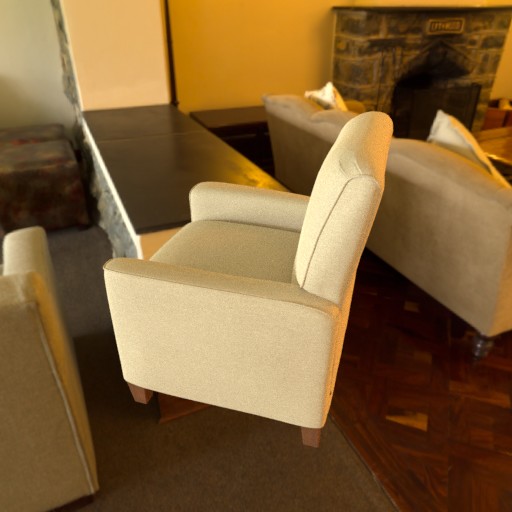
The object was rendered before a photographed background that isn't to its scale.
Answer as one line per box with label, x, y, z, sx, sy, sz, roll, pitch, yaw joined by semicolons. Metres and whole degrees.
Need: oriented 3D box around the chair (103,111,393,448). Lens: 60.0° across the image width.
chair;0.000;0.000;1.687;0.858;1.023;0.841;9;31;14
